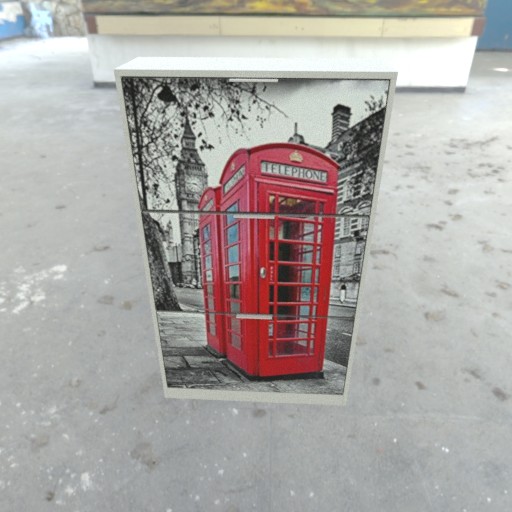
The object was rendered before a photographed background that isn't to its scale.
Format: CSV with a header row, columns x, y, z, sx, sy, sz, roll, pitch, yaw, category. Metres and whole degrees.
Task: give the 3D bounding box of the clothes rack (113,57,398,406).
x,y,z,sx,sy,sz,roll,pitch,yaw,category
0.000,0.000,1.594,0.750,1.280,0.250,2,32,3,clothes rack
